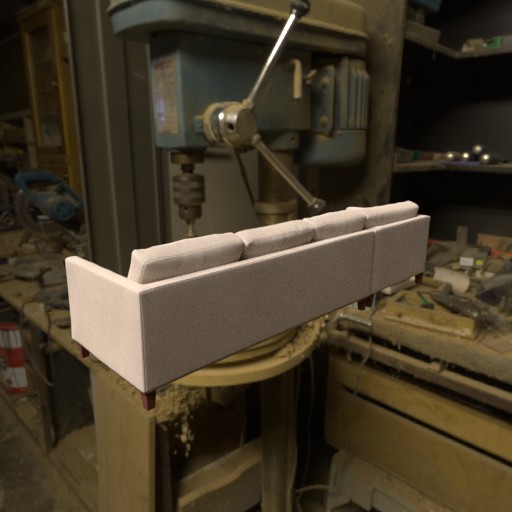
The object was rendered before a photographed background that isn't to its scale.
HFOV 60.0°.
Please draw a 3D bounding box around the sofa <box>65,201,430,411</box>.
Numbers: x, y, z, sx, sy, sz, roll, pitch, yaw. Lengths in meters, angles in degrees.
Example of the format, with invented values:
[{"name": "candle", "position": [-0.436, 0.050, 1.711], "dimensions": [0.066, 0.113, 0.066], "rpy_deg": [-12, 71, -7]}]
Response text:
[{"name": "sofa", "position": [0.000, 0.000, 3.850], "dimensions": [3.186, 0.846, 1.625], "rpy_deg": [-14, 20, -42]}]
